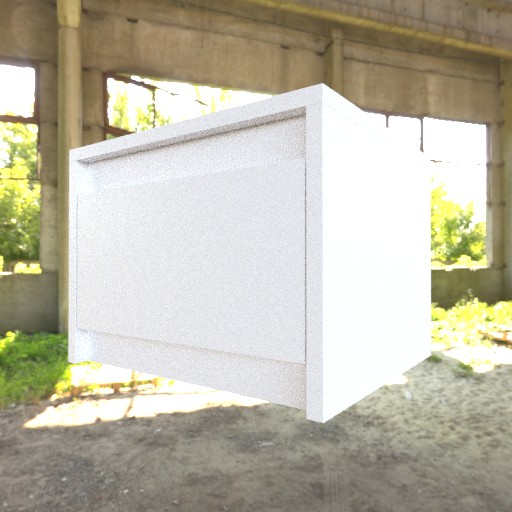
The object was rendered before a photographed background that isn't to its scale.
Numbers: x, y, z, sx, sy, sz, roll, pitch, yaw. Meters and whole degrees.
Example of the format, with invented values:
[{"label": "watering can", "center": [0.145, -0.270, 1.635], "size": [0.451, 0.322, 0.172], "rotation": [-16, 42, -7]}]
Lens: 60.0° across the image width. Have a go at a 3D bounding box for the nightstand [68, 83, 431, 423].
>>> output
[{"label": "nightstand", "center": [0.000, 0.000, 0.760], "size": [0.470, 0.351, 0.408], "rotation": [-1, -1, 36]}]
